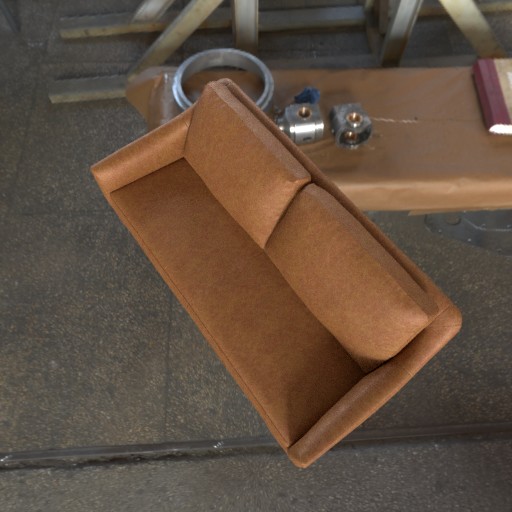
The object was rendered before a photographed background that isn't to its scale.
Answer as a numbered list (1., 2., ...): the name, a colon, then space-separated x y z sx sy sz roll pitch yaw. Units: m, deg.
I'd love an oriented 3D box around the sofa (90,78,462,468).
1. sofa: 0.000 0.000 2.520 0.981 0.945 2.036 -34 69 -15
